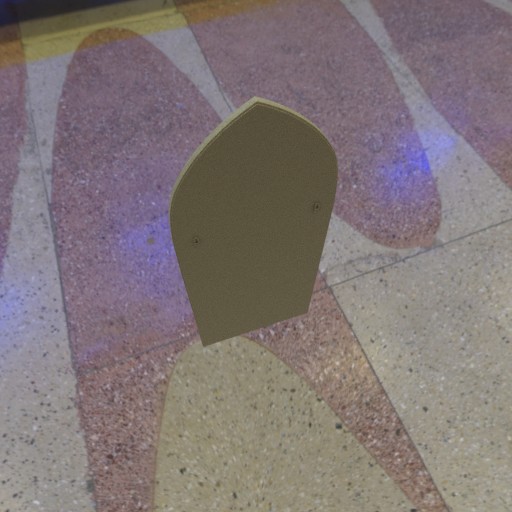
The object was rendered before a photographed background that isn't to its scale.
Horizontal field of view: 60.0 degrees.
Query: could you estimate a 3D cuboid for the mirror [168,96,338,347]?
[{"bbox_3d":[0.000,0.000,1.359,0.464,1.175,0.025,-17,60,-10],"label":"mirror"}]
